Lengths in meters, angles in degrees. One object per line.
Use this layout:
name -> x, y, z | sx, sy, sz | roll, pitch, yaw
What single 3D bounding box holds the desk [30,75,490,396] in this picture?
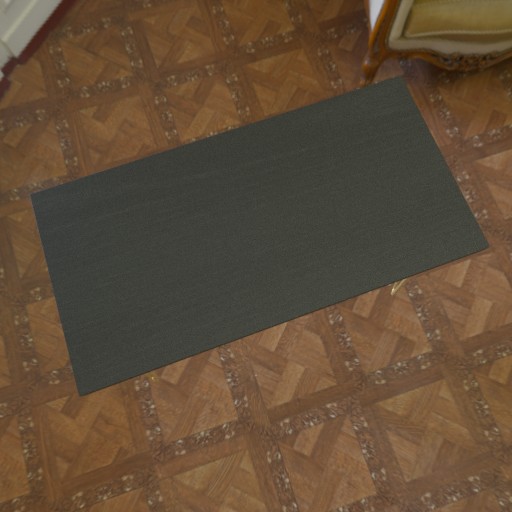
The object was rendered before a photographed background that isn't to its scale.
desk -> 0.000, 0.000, 1.379 | 0.991, 0.660, 0.499 | -19, 76, -5
